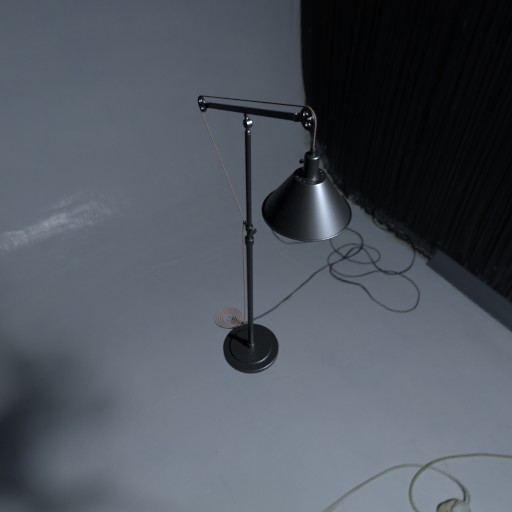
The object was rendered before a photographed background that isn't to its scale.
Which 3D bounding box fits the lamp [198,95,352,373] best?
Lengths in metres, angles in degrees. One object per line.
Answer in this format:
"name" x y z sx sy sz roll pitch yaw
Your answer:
"lamp" 0.000 0.000 1.949 0.319 1.626 0.904 -24 50 -22
